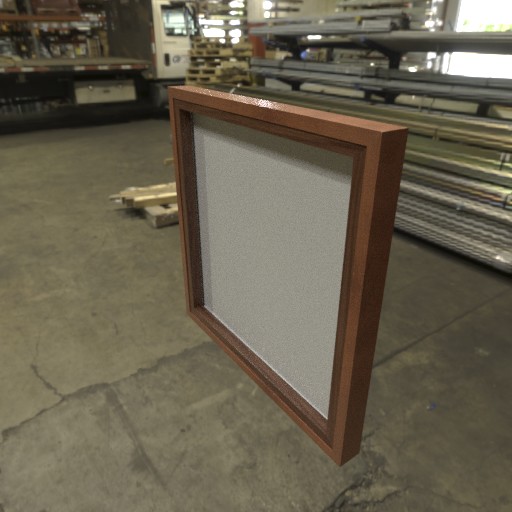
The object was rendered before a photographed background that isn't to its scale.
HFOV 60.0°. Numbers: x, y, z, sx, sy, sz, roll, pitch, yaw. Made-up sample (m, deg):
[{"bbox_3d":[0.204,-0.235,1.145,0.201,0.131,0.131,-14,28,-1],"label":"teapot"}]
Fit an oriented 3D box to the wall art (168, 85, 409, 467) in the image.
[{"bbox_3d":[0.000,0.000,0.606,0.035,0.403,0.403,-18,32,-31],"label":"wall art"}]
